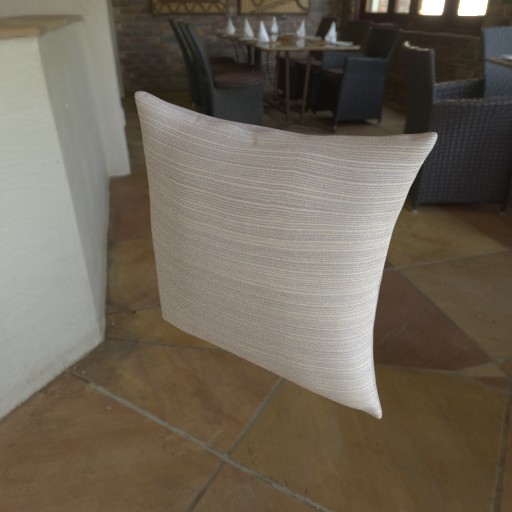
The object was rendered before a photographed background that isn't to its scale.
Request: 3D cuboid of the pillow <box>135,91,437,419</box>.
[{"bbox_3d":[0.000,0.000,0.766,0.512,0.497,0.204,18,34,29],"label":"pillow"}]
